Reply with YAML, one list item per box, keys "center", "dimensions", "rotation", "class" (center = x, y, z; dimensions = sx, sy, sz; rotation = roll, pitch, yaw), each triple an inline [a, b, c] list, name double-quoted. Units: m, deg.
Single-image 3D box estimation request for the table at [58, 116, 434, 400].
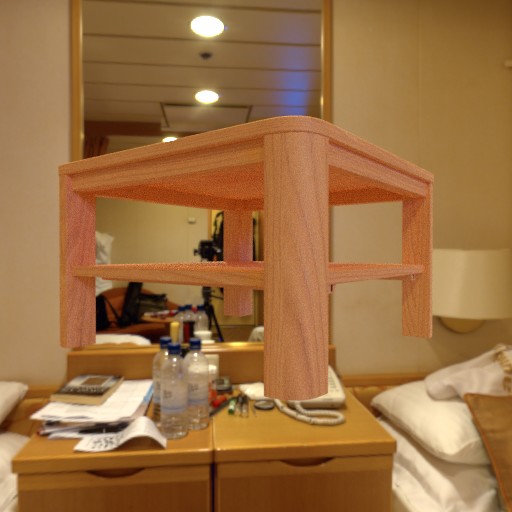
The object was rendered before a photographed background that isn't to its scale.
- center: [0.000, 0.000, 1.197]
  dimensions: [0.750, 0.450, 0.750]
  rotation: [0, 1, 37]
  class: "table"
